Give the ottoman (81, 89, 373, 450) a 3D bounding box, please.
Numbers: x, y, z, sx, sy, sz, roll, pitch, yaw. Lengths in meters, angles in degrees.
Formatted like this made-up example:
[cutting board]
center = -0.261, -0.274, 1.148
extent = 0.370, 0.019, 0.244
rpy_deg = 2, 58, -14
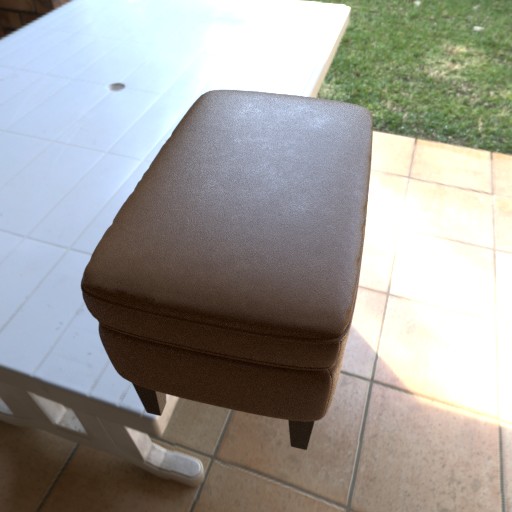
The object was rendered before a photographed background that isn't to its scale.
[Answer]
[ottoman]
center = 0.000, 0.000, 0.971
extent = 0.420, 0.480, 0.670
rpy_deg = 10, 47, 9
